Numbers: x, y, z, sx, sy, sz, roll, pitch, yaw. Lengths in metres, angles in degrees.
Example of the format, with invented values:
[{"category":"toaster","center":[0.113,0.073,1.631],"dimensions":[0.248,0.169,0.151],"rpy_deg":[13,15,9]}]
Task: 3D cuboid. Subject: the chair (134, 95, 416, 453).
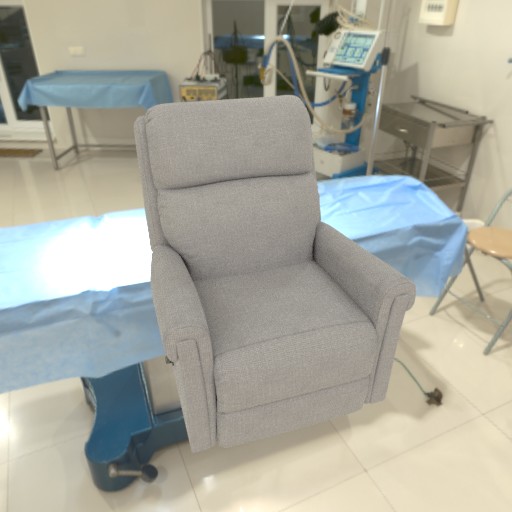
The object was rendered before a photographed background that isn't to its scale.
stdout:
[{"category":"chair","center":[0.000,0.000,1.749],"dimensions":[0.838,1.054,1.014],"rpy_deg":[-9,32,-15]}]
